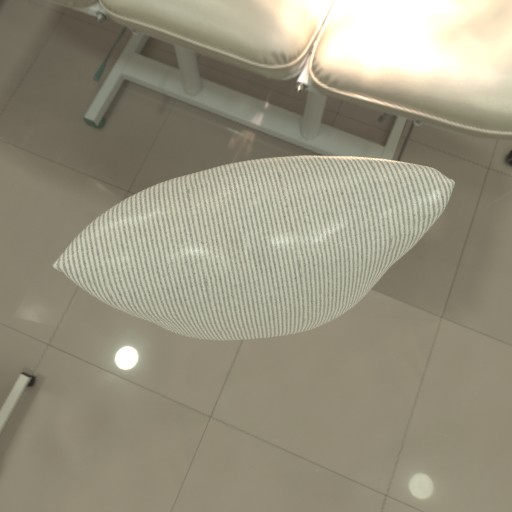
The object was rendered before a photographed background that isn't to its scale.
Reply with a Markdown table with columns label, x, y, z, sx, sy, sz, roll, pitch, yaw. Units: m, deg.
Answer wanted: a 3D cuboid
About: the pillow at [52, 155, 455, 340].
| label | x | y | z | sx | sy | sz | roll | pitch | yaw |
| --- | --- | --- | --- | --- | --- | --- | --- | --- | --- |
| pillow | 0.000 | 0.000 | 0.682 | 0.387 | 0.432 | 0.310 | 22 | 77 | 5 |
